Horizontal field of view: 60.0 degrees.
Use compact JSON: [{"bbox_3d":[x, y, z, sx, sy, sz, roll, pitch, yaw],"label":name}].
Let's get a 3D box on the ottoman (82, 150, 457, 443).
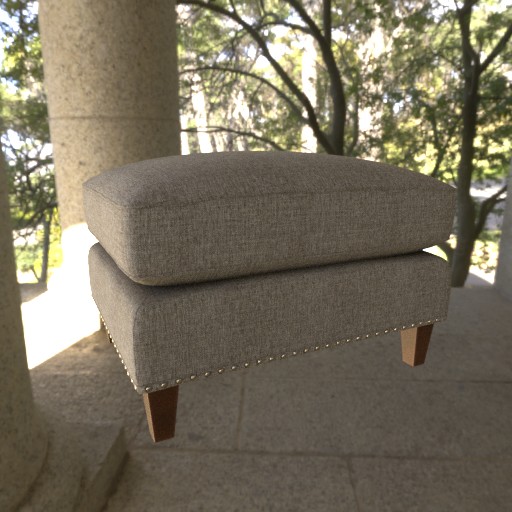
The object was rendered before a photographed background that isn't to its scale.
[{"bbox_3d":[0.000,0.000,1.108,0.741,0.513,0.584,-7,15,-26],"label":"ottoman"}]
